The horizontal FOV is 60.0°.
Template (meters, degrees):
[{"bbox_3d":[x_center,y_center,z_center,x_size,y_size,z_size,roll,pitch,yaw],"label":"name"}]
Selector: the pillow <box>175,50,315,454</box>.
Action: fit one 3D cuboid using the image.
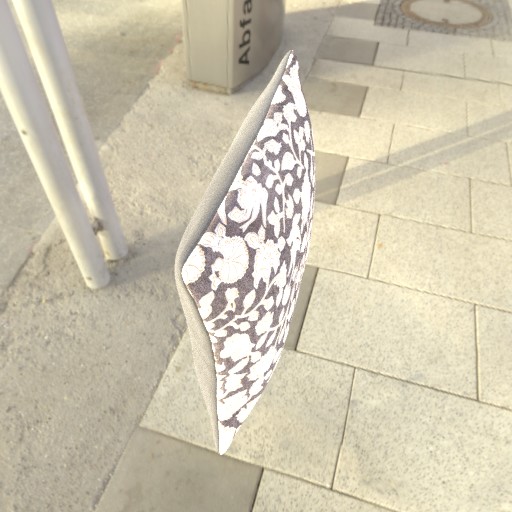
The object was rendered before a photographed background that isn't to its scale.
[{"bbox_3d":[0.000,0.000,0.784,0.166,0.507,0.526,11,49,10],"label":"pillow"}]
